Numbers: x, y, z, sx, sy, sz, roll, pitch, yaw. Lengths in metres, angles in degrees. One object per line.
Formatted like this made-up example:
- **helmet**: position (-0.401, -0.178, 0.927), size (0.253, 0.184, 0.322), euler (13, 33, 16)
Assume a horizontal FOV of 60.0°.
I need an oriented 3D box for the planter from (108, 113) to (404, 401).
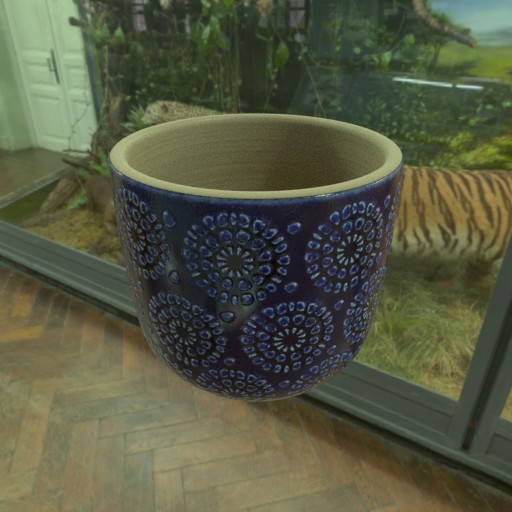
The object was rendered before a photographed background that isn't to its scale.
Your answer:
- **planter**: position (0.000, 0.000, 0.291), size (0.165, 0.149, 0.165), euler (0, 30, 0)
